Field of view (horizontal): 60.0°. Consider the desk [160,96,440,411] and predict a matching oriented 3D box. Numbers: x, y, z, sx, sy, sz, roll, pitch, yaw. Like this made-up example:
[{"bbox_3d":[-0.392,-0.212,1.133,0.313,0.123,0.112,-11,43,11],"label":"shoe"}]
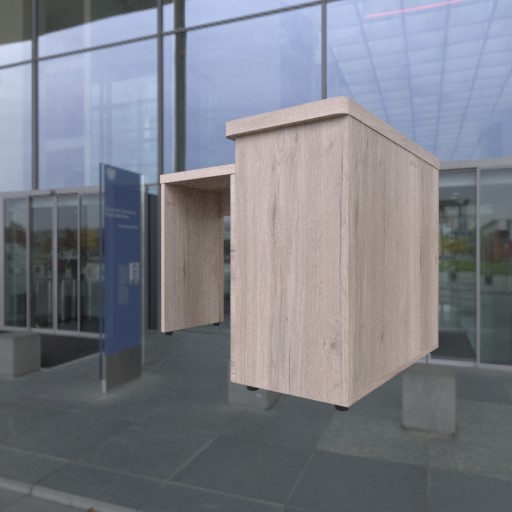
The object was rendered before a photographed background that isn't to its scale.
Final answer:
[{"bbox_3d":[0.000,0.000,1.746,1.169,0.760,0.900,0,0,36],"label":"desk"}]
